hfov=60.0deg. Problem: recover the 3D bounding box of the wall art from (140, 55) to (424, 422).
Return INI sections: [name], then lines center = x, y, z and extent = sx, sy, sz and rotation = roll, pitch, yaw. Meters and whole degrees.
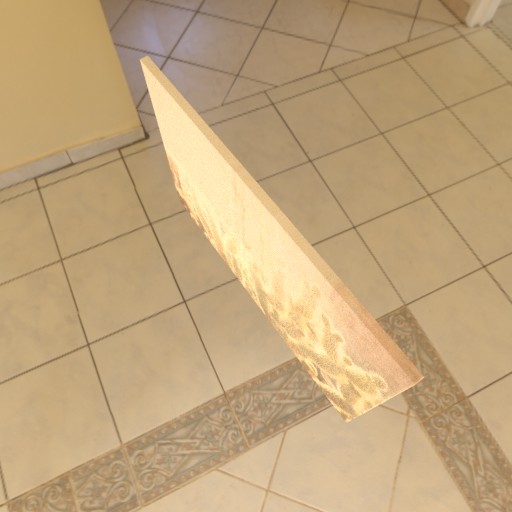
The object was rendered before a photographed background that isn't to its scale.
[wall art]
center = 0.000, 0.000, 1.921
extent = 0.038, 1.012, 1.525
rotation = -33, 68, -15
